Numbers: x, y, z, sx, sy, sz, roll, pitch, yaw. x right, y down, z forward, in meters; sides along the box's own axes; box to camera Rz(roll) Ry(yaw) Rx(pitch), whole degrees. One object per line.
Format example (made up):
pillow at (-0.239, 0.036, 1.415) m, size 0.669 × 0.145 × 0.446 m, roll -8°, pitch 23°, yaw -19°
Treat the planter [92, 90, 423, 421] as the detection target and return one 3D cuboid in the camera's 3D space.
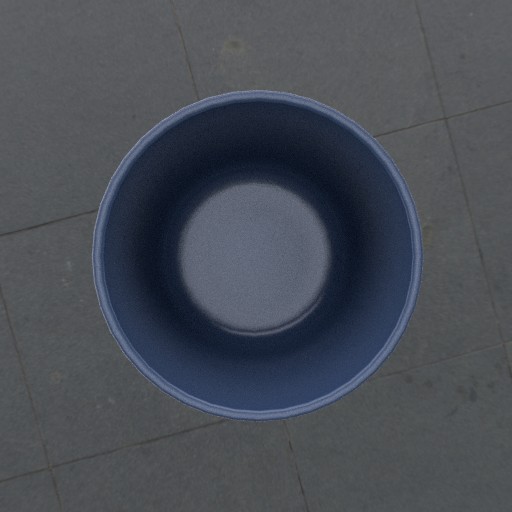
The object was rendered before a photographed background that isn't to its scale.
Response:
planter at (0.000, 0.000, 0.397) m, size 0.224 × 0.203 × 0.224 m, roll 0°, pitch 90°, yaw -1°
